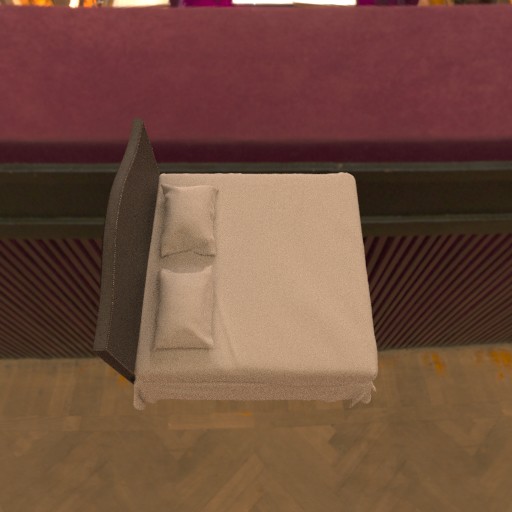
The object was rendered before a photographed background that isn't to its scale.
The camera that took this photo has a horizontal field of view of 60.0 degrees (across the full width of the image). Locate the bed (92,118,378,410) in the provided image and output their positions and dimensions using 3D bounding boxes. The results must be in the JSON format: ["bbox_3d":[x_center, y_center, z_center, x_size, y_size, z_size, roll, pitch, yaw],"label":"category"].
[{"bbox_3d":[0.000,0.000,3.817,2.219,1.651,2.314,0,63,0],"label":"bed"}]
